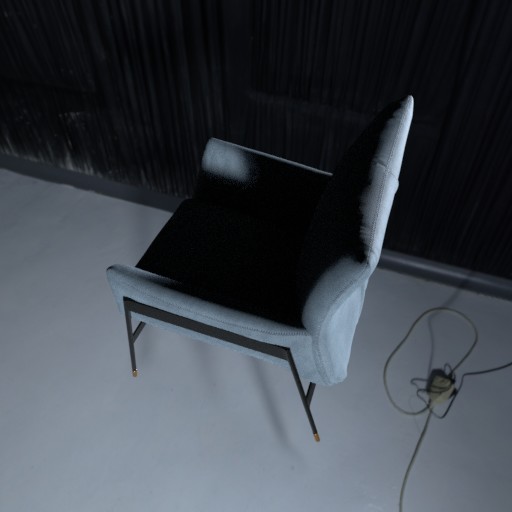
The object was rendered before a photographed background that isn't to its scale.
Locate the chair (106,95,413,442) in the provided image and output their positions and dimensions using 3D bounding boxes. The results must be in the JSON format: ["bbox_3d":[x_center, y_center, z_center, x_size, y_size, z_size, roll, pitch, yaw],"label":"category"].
[{"bbox_3d":[0.000,0.000,1.379,0.709,0.858,0.678,15,49,13],"label":"chair"}]
